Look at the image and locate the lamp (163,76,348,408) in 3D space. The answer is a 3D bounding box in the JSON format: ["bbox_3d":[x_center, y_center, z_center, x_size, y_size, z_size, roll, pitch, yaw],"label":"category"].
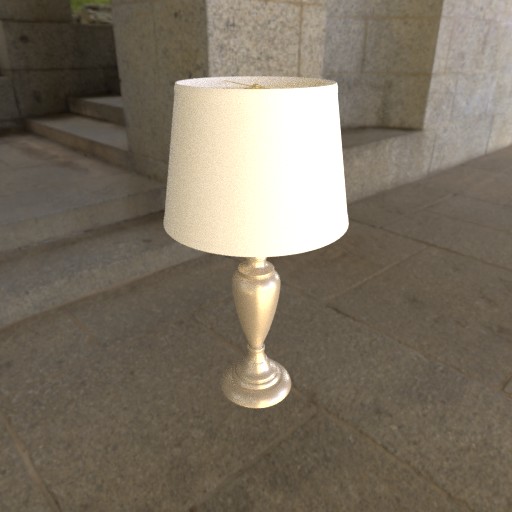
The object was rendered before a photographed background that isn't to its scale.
[{"bbox_3d":[0.000,0.000,0.834,0.328,0.612,0.328,0,26,0],"label":"lamp"}]
